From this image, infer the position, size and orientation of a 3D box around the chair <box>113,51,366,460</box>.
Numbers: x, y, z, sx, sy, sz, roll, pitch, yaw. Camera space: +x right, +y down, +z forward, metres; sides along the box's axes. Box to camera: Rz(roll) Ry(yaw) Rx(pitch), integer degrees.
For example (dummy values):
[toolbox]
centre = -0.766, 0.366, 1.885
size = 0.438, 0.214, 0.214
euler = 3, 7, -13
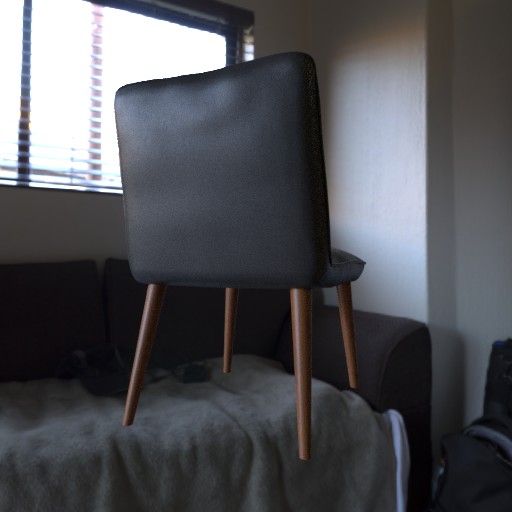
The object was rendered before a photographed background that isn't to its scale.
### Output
[chair]
centre = 0.000, 0.000, 1.203
size = 0.543, 0.801, 0.645
euler = 0, 0, 19
